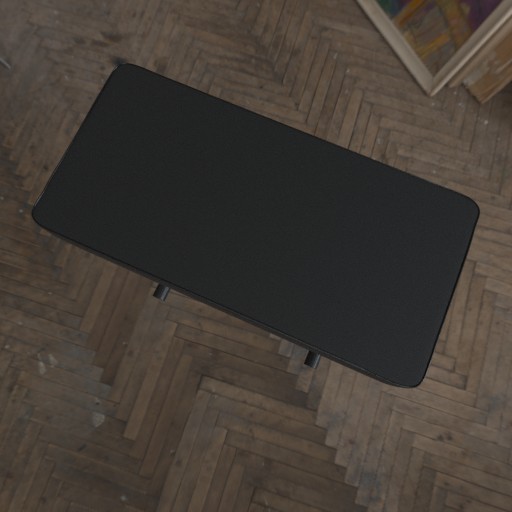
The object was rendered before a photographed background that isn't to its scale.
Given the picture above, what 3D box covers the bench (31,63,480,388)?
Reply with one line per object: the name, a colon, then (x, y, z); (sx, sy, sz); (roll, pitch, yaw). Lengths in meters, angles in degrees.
bench: (0.000, 0.000, 0.912); (0.600, 0.561, 0.300); (23, 78, 5)
